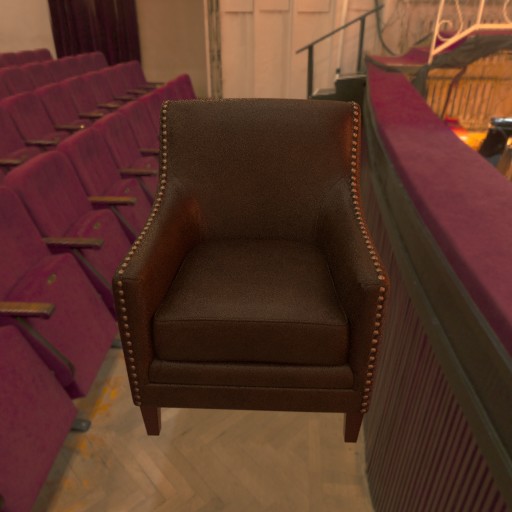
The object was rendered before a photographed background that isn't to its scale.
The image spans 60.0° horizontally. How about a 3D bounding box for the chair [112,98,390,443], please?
[{"bbox_3d":[0.000,0.000,1.326,0.639,0.813,0.704,1,28,2],"label":"chair"}]
